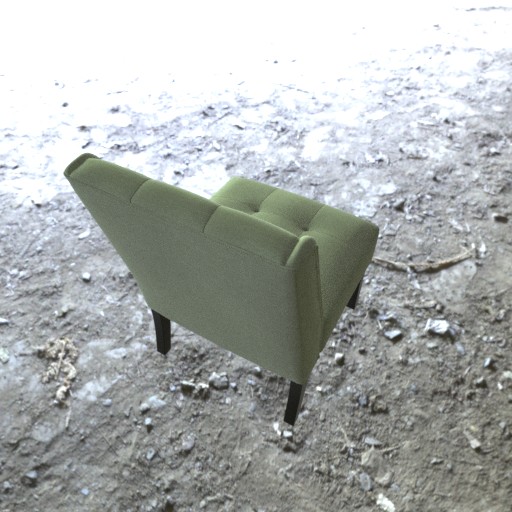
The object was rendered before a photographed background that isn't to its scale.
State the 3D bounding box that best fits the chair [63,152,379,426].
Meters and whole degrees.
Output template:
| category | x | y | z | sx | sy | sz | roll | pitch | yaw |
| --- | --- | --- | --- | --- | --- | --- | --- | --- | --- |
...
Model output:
| category | x | y | z | sx | sy | sz | roll | pitch | yaw |
| --- | --- | --- | --- | --- | --- | --- | --- | --- | --- |
| chair | 0.000 | 0.000 | 1.320 | 0.569 | 0.853 | 0.676 | 23 | 50 | 20 |
